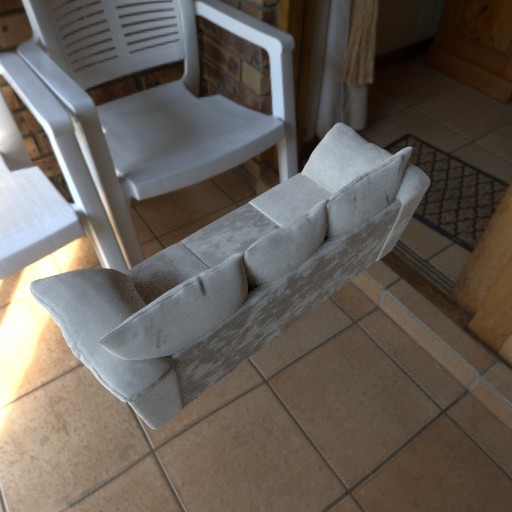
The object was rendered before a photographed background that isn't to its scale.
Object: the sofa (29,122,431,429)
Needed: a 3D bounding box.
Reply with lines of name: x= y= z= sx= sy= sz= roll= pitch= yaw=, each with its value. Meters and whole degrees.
sofa: x=0.000 y=0.000 z=2.774 sx=2.377 sy=0.981 sz=0.893 roll=-33 pitch=56 yaw=-26
